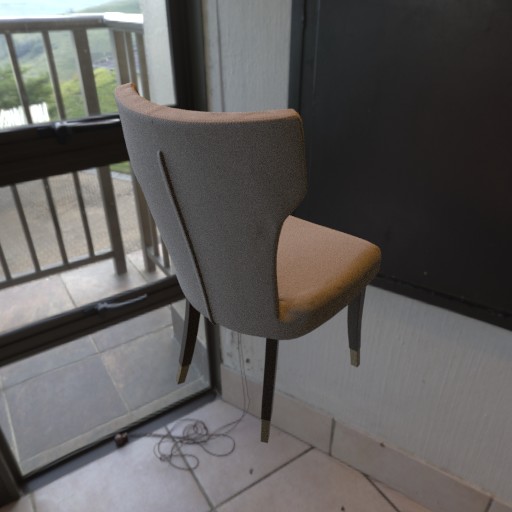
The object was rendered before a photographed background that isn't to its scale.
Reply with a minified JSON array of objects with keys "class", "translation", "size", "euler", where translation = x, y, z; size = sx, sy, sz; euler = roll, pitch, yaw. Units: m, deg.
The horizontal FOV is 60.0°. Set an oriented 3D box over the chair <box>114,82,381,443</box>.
[{"class":"chair","translation":[0.000,0.000,1.278],"size":[0.526,0.950,0.630],"euler":[22,37,32]}]
